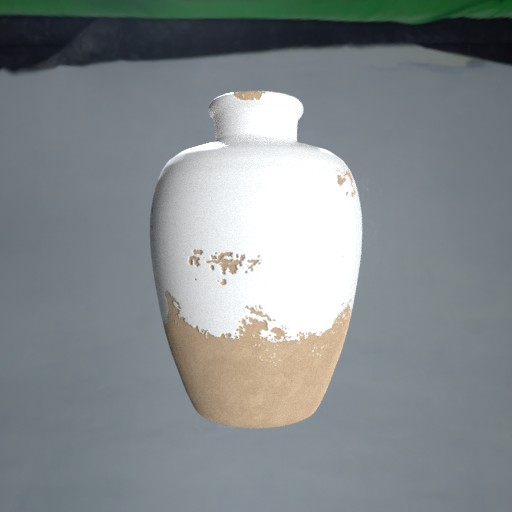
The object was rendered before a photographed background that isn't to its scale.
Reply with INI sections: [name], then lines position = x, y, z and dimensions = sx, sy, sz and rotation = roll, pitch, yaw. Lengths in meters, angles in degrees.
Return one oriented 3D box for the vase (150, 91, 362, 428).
[vase]
position = 0.000, 0.000, 0.340
dimensions = 0.158, 0.228, 0.158
rotation = 0, 3, 0
